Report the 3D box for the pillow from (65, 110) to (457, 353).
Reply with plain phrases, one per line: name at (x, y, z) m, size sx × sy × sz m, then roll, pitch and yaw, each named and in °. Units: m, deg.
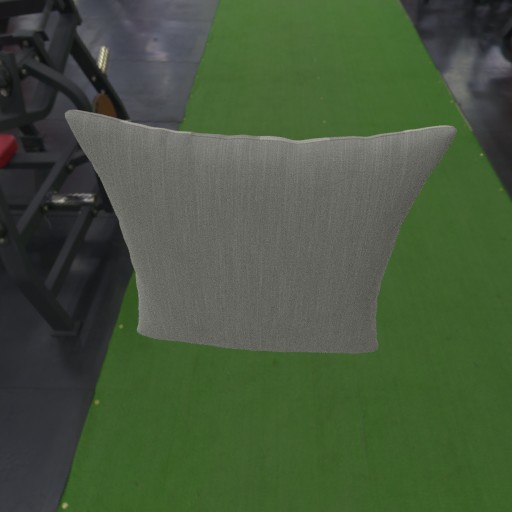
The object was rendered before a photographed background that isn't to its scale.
pillow at (0.000, 0.000, 0.755) m, size 0.511 × 0.509 × 0.161 m, roll 3°, pitch 46°, yaw 3°
